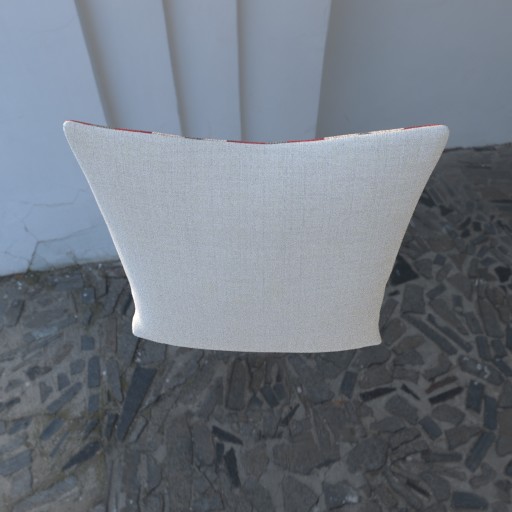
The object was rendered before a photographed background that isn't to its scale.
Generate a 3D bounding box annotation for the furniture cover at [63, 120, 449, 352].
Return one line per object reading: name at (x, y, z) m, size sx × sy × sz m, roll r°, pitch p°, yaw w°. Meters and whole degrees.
furniture cover at (0.000, 0.000, 0.632) m, size 0.435 × 0.420 × 0.145 m, roll 2°, pitch 46°, yaw 2°
